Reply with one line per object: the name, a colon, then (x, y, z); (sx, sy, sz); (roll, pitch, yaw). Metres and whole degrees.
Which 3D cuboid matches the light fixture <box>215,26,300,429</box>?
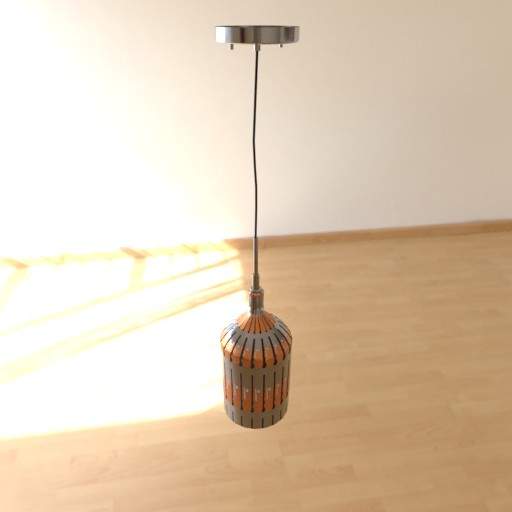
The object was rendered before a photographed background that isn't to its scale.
light fixture: (0.000, 0.000, 1.668); (0.303, 1.535, 0.303); (0, 29, 0)
